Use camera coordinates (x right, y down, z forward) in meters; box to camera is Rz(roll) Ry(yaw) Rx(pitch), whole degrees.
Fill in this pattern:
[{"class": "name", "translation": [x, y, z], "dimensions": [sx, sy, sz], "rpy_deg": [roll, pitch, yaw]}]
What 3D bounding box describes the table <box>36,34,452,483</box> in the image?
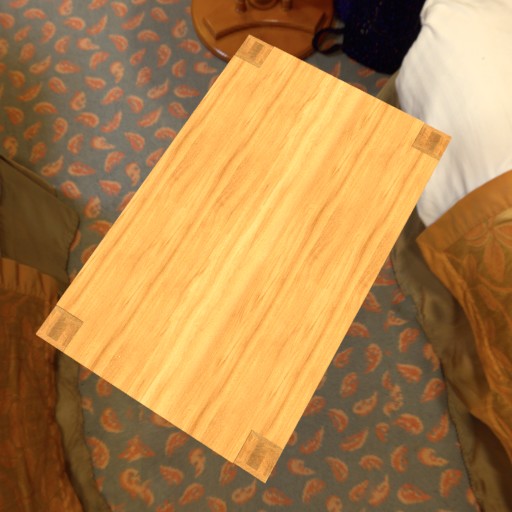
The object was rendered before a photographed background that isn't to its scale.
[{"class": "table", "translation": [0.000, 0.000, 1.956], "dimensions": [0.900, 0.760, 1.400], "rpy_deg": [30, 78, 7]}]
